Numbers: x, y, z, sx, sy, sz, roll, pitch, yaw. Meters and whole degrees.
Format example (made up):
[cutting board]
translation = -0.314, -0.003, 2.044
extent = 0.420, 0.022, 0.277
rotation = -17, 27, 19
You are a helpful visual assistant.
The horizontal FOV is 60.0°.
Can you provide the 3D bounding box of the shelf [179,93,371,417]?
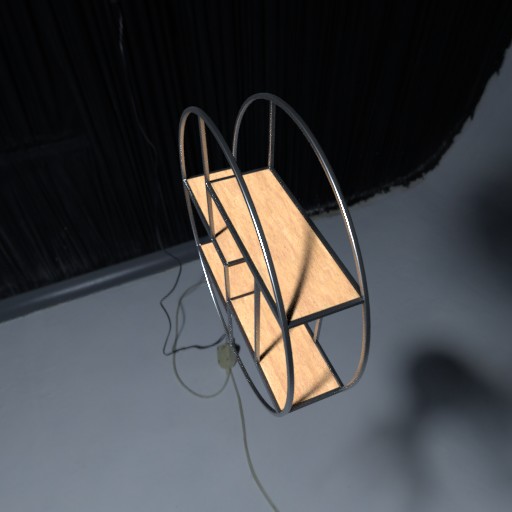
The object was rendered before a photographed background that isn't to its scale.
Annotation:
[shelf]
translation = 0.000, 0.000, 1.316
extent = 0.202, 0.888, 0.888
rotation = -17, 49, -15
